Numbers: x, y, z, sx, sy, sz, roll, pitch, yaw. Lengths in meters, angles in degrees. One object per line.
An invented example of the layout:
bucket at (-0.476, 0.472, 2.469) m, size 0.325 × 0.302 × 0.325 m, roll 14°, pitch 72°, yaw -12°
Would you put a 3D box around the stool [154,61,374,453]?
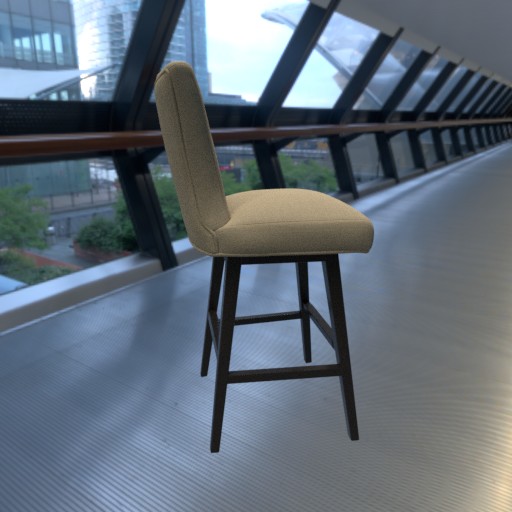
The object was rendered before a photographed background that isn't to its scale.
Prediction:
stool at (0.000, 0.000, 1.423) m, size 0.574 × 1.086 × 0.514 m, roll -3°, pitch 16°, yaw -10°
